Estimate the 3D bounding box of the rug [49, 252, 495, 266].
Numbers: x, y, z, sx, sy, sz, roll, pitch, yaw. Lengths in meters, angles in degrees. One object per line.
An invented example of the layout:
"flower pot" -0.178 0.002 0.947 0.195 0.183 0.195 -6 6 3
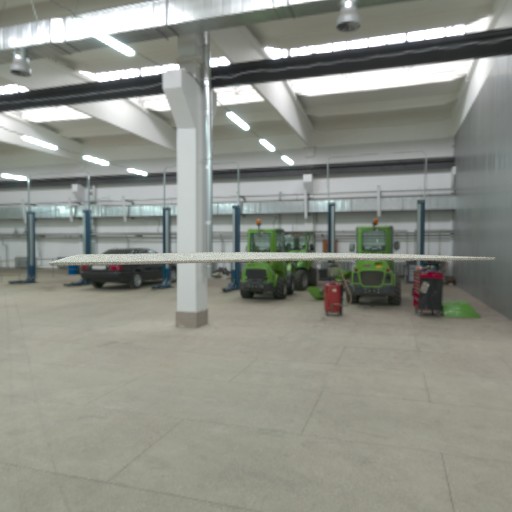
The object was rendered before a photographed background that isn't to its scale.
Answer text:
"rug" 0.000 0.000 2.876 2.264 0.030 1.624 0 1 -18
